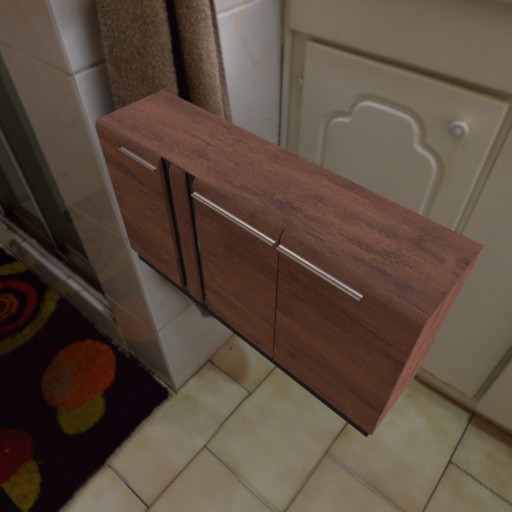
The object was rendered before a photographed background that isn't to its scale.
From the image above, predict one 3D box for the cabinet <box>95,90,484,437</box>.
[{"bbox_3d":[0.000,0.000,2.014,1.600,0.900,0.420,33,55,27],"label":"cabinet"}]
